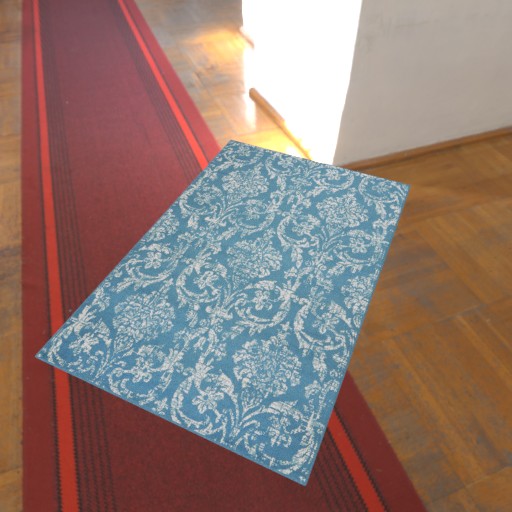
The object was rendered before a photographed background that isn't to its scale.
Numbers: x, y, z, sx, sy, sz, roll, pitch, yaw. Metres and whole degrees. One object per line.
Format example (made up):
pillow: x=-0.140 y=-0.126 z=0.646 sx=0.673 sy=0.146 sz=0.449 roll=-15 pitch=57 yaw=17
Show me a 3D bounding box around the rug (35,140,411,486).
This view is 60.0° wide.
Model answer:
rug: x=0.000 y=0.000 z=3.392 sx=1.816 sy=0.018 sz=2.746 roll=18 pitch=49 yaw=17
